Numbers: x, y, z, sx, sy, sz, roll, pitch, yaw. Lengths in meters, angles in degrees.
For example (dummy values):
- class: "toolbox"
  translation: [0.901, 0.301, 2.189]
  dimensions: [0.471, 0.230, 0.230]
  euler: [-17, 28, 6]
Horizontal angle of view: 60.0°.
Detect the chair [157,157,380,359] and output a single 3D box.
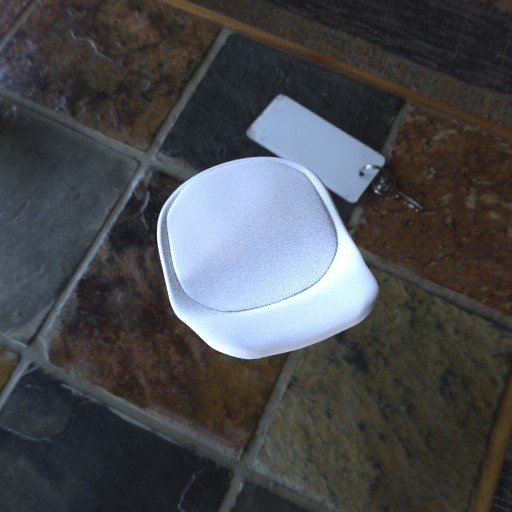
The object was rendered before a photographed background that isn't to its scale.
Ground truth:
- class: "chair"
  translation: [0.000, 0.000, 1.191]
  dimensions: [0.485, 0.849, 0.550]
  euler: [-18, 76, -5]
